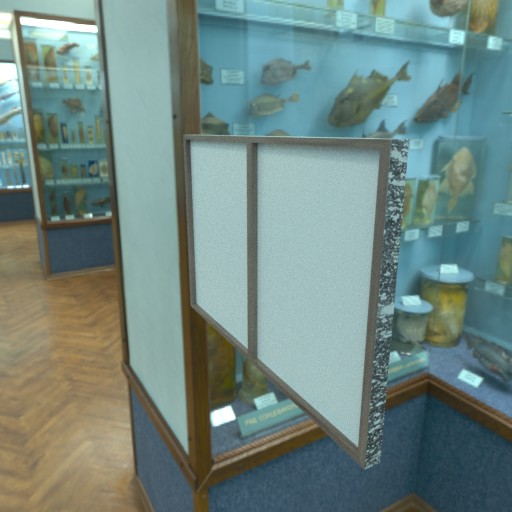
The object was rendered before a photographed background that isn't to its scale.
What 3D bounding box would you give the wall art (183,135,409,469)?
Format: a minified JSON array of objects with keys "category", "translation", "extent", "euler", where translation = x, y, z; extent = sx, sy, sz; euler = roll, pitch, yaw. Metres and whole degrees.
[{"category":"wall art","translation":[0.000,0.000,1.145],"extent":[0.038,0.598,0.919],"euler":[-8,18,-27]}]
